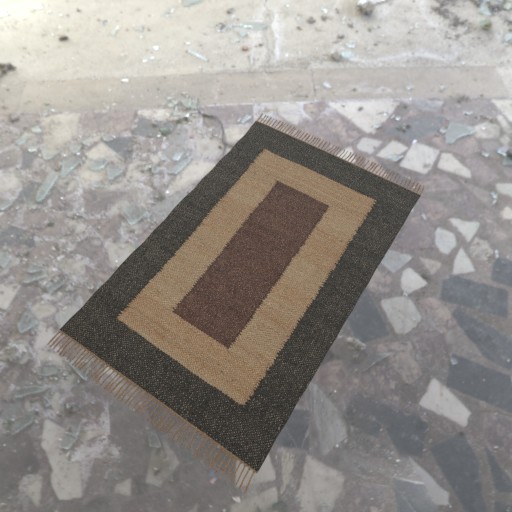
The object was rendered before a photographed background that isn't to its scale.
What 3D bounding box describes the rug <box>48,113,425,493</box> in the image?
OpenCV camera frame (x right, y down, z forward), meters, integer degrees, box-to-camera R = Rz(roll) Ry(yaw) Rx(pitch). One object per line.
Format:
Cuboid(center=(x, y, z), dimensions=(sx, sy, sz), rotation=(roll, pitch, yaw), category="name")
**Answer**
Cuboid(center=(0.000, 0.000, 1.881), dimensions=(0.920, 0.013, 1.541), rotation=(29, 63, 17), category="rug")
